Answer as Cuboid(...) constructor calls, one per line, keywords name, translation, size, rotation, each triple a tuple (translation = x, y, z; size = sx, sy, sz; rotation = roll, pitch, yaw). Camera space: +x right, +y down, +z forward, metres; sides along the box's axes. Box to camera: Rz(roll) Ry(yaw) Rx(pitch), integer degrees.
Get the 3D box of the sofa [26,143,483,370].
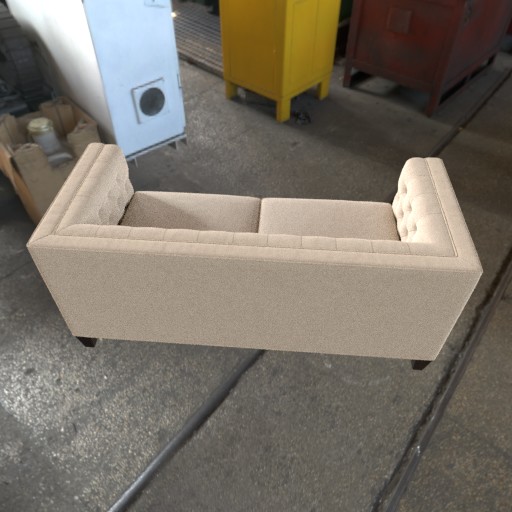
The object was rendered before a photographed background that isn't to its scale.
Cuboid(name="sofa", translation=(0.000, 0.000, 2.238), size=(1.778, 0.762, 0.775), rotation=(3, 46, 3))
